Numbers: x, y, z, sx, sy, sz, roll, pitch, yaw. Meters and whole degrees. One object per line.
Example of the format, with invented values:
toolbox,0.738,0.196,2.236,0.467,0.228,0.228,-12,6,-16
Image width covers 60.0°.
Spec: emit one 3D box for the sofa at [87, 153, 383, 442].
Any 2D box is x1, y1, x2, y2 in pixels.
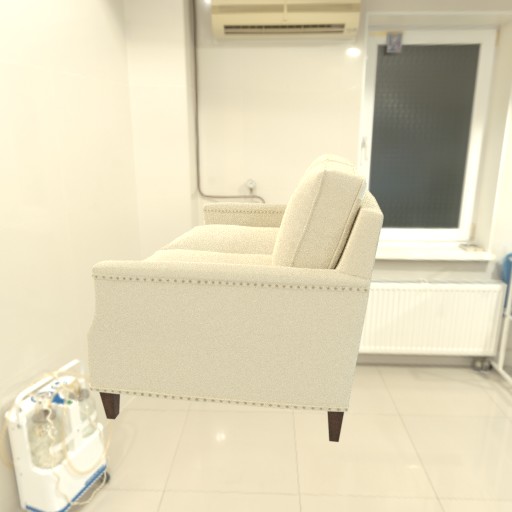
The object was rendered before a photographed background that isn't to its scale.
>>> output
sofa,0.000,0.000,2.291,1.084,1.003,1.597,2,15,9
